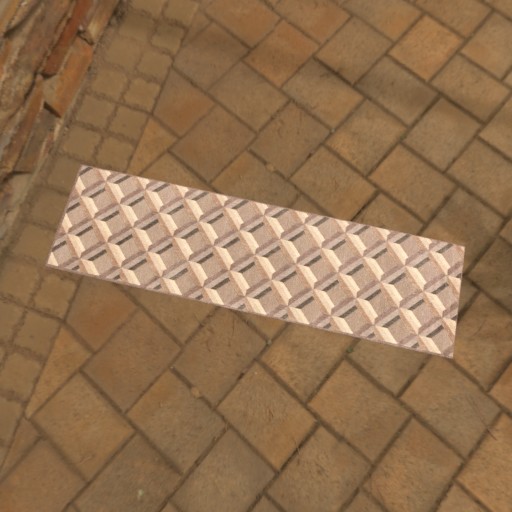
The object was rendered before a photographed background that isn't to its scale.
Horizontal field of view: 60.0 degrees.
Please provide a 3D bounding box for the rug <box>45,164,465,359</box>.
[{"bbox_3d":[0.000,0.000,2.658,2.437,0.013,0.685,12,76,3],"label":"rug"}]
